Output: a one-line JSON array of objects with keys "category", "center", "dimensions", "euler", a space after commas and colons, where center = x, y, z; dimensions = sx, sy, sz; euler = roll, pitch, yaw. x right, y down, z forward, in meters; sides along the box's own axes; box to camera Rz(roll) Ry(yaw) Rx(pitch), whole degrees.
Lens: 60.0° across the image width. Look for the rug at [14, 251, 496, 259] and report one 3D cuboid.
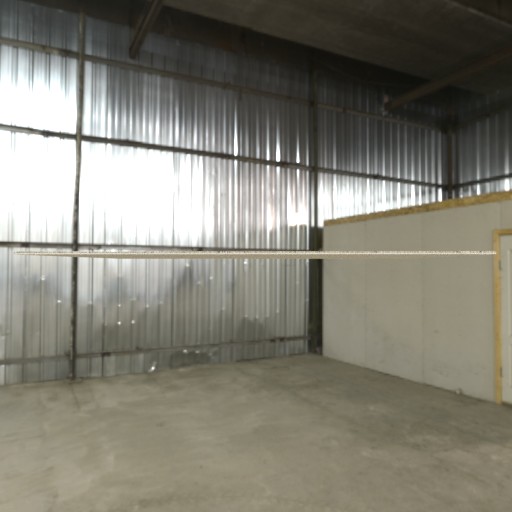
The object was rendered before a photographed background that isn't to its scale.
[{"category": "rug", "center": [0.000, 0.000, 2.854], "dimensions": [2.280, 0.015, 1.521], "euler": [0, -1, 1]}]
